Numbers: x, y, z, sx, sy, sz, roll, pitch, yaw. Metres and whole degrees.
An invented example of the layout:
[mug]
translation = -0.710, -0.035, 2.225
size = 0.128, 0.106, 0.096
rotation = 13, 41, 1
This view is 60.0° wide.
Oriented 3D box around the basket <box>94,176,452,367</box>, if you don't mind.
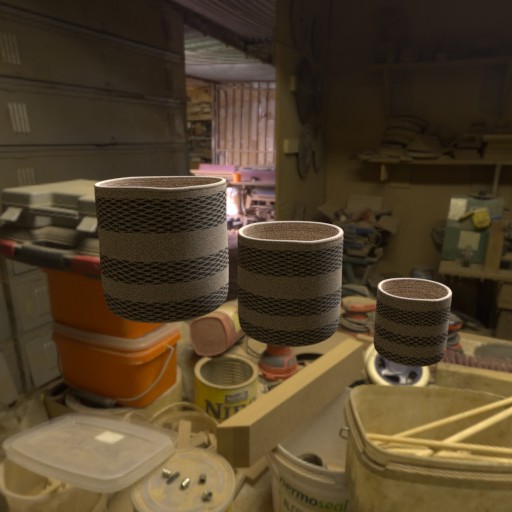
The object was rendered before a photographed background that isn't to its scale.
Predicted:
[basket]
translation = 0.000, 0.000, 1.115
size = 0.917, 0.356, 0.351
rotation = 8, 17, 26
